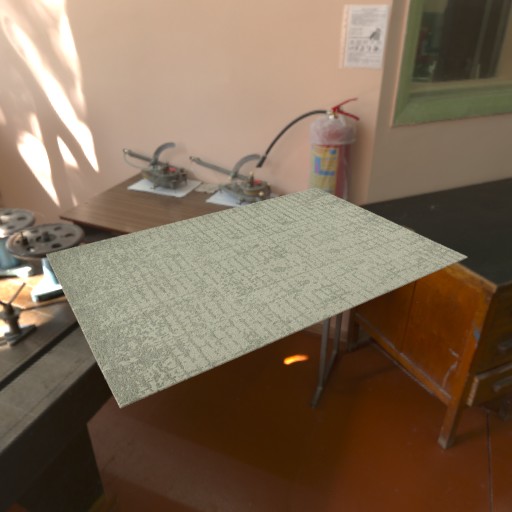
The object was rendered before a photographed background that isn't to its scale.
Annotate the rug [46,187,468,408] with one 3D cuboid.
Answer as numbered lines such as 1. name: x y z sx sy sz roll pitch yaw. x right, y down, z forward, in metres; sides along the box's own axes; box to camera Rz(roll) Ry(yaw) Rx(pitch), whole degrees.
1. rug: 0.000 0.000 2.301 1.827 0.007 1.211 -17 34 -28
